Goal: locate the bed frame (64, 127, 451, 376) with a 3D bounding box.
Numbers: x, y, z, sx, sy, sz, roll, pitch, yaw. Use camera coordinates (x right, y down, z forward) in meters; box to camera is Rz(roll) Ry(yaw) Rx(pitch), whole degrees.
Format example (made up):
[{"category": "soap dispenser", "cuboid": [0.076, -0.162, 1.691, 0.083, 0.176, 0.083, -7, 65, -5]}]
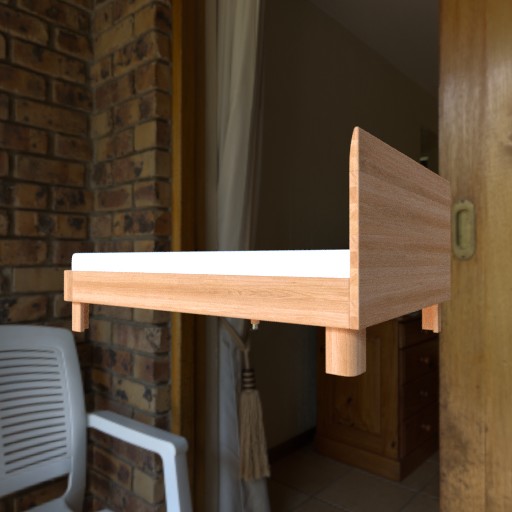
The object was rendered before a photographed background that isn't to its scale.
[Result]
[{"category": "bed frame", "cuboid": [0.000, 0.000, 2.806, 1.992, 0.940, 1.472, 0, 0, 36]}]
